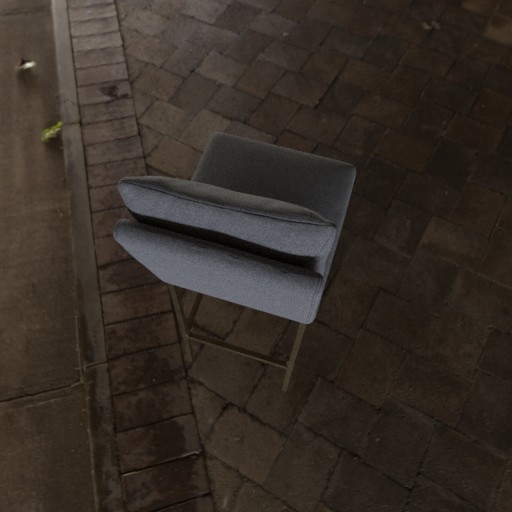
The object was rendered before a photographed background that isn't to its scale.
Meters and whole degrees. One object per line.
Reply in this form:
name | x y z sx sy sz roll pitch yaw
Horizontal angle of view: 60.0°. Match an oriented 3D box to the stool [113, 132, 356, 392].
stool | 0.000 0.000 1.406 0.463 1.130 0.569 16 64 8
